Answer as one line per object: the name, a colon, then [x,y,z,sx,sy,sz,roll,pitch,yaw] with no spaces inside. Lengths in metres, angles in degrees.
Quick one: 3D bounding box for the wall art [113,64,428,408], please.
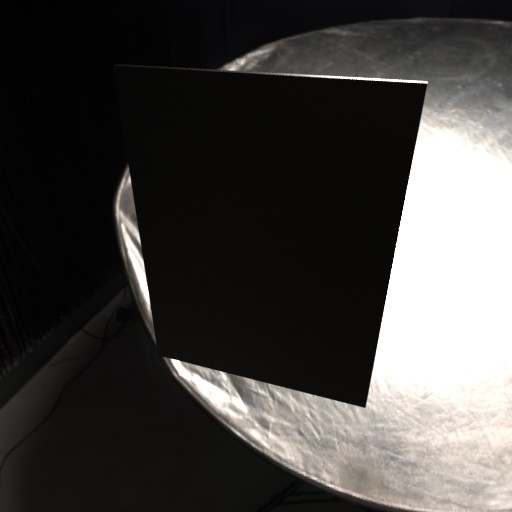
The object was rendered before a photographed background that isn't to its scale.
wall art: [0.000,0.000,0.753,0.442,0.582,0.013,10,33,16]
